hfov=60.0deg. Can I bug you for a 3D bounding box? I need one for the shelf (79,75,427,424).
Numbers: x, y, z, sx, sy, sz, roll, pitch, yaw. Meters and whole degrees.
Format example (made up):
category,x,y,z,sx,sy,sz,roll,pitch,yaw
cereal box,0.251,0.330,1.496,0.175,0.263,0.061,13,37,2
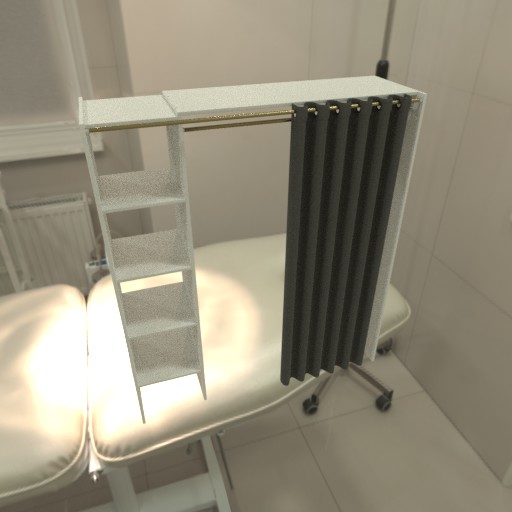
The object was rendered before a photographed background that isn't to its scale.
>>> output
category,x,y,z,sx,sy,sz,roll,pitch,yaw
shelf,0.000,0.000,2.595,1.600,1.810,0.500,-10,34,-16
